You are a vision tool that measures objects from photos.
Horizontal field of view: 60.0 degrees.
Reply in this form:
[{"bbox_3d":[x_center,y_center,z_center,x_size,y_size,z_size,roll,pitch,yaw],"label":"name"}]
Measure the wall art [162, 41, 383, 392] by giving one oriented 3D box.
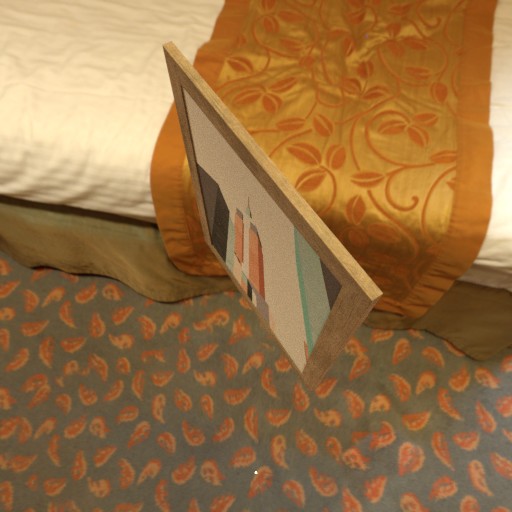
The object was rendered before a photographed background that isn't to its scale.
[{"bbox_3d":[0.000,0.000,0.940,0.018,0.686,0.534,-31,68,-14],"label":"wall art"}]
